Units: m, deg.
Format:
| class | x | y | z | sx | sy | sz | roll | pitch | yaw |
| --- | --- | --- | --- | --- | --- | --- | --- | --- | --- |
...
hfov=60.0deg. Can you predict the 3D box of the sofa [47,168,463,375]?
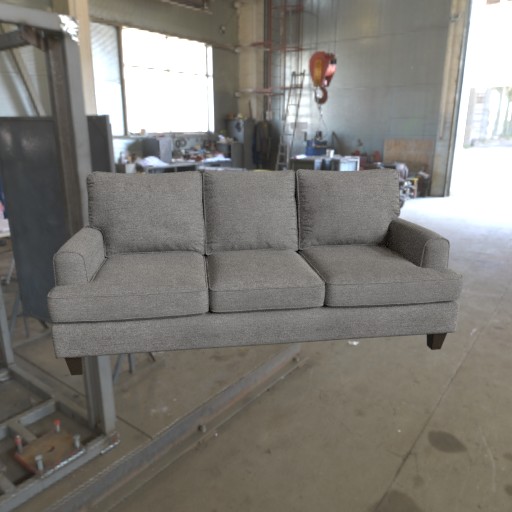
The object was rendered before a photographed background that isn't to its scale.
| class | x | y | z | sx | sy | sz | roll | pitch | yaw |
| --- | --- | --- | --- | --- | --- | --- | --- | --- | --- |
| sofa | 0.000 | 0.000 | 2.659 | 2.158 | 0.965 | 0.951 | -2 | 16 | -8 |
